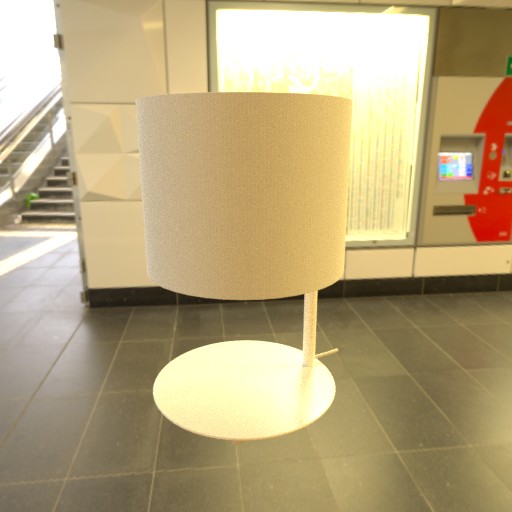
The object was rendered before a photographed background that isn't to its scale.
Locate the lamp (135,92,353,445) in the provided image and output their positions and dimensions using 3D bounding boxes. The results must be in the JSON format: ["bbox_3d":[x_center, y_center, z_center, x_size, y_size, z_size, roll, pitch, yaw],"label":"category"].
[{"bbox_3d":[0.000,0.000,0.693,0.341,0.454,0.299,-7,17,-25],"label":"lamp"}]
